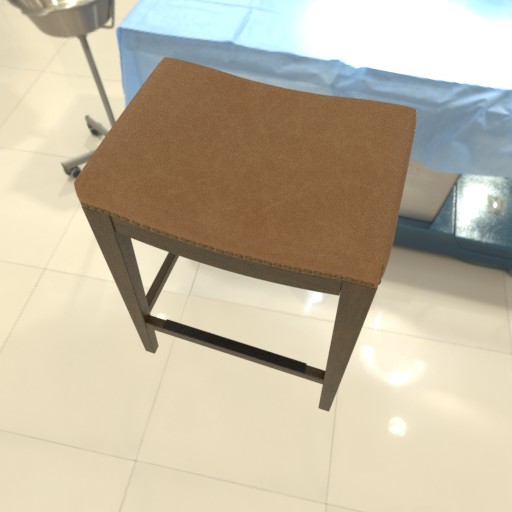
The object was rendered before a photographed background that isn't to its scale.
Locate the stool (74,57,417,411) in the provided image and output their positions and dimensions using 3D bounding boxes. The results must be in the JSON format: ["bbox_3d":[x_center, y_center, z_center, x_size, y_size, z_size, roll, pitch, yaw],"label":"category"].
[{"bbox_3d":[0.000,0.000,0.960,0.500,0.660,0.361,16,58,10],"label":"stool"}]
